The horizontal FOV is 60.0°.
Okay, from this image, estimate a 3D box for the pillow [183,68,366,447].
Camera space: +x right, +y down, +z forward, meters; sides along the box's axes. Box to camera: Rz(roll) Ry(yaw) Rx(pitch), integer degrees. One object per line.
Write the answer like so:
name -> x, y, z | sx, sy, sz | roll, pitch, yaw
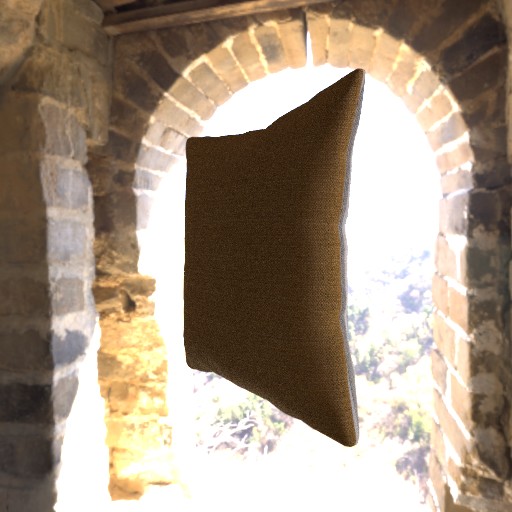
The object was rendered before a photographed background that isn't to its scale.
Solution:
pillow -> 0.000, 0.000, 0.676 | 0.147, 0.437, 0.432 | -1, 1, -36
